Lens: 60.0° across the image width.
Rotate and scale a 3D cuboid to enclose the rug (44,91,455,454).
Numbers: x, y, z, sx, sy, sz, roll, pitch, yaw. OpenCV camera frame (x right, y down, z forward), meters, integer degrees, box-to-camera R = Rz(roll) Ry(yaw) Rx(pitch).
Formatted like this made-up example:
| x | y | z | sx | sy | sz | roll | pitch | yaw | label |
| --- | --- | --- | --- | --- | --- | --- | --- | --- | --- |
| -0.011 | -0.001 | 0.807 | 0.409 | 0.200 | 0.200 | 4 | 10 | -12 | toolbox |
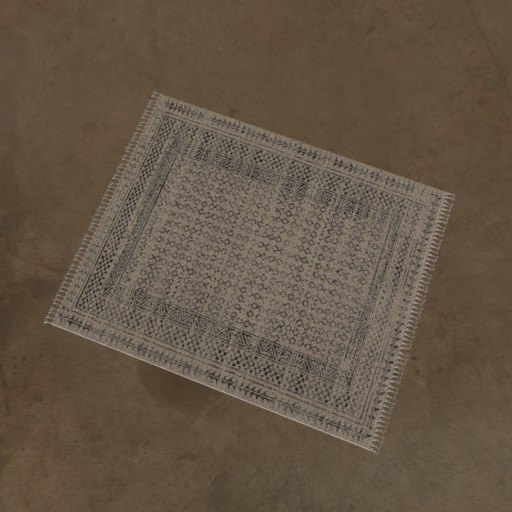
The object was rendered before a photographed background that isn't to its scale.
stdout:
| x | y | z | sx | sy | sz | roll | pitch | yaw | label |
| --- | --- | --- | --- | --- | --- | --- | --- | --- | --- |
| 0.000 | 0.000 | 3.808 | 2.940 | 0.013 | 2.312 | 20 | 78 | 4 | rug |
